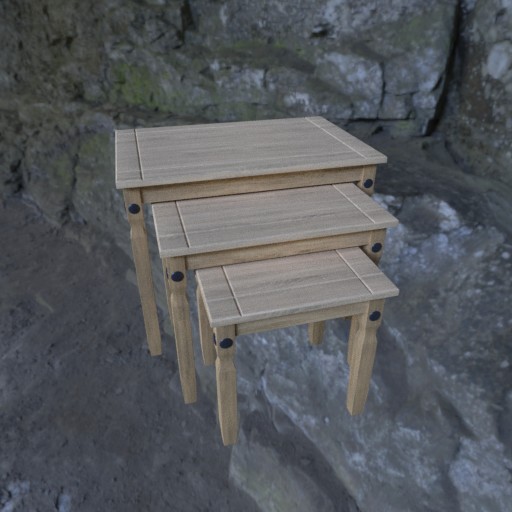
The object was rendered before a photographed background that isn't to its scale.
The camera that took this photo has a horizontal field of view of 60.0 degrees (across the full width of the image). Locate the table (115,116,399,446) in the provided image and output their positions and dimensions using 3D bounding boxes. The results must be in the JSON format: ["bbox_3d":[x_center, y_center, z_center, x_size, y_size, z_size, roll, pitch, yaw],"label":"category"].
[{"bbox_3d":[0.000,0.000,1.216,0.660,0.535,0.773,-8,32,-13],"label":"table"}]
